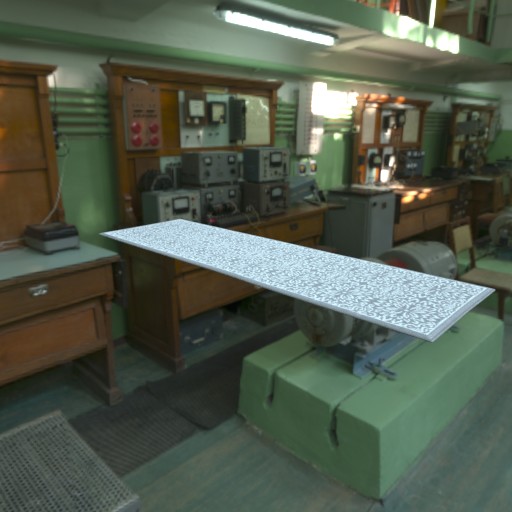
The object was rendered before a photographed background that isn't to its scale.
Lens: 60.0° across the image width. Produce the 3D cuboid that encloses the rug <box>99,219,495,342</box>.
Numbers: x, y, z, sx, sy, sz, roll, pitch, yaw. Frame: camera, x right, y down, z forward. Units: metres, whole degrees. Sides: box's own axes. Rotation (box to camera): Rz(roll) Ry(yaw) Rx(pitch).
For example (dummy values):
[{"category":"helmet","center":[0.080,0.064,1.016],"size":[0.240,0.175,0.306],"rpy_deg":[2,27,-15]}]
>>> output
[{"category":"rug","center":[0.000,0.000,2.390],"size":[2.196,0.011,0.662],"rpy_deg":[15,22,41]}]
